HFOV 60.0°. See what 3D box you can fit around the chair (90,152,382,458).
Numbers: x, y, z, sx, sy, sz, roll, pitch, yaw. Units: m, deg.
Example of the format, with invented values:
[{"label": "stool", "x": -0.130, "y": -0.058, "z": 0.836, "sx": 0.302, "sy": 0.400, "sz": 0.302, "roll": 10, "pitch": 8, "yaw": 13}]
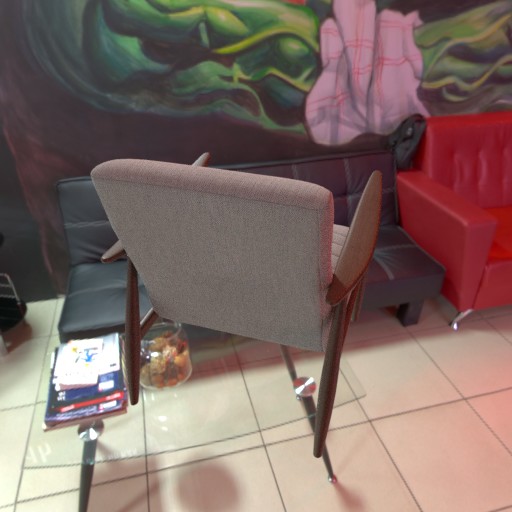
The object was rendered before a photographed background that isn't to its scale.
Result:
[{"label": "chair", "x": 0.000, "y": 0.000, "z": 1.451, "sx": 0.741, "sy": 0.832, "sz": 0.798, "roll": 10, "pitch": 32, "yaw": 15}]
